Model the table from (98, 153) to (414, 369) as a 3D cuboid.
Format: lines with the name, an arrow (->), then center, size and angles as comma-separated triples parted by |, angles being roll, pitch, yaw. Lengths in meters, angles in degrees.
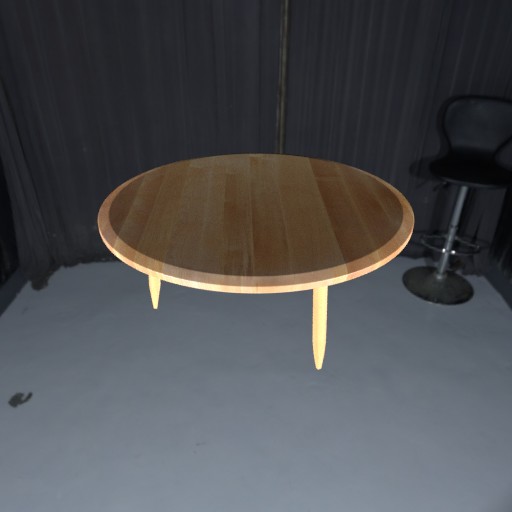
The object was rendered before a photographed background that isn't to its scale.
table -> 0.000, 0.000, 1.418 | 0.900, 0.400, 0.900 | 0, 31, 0
